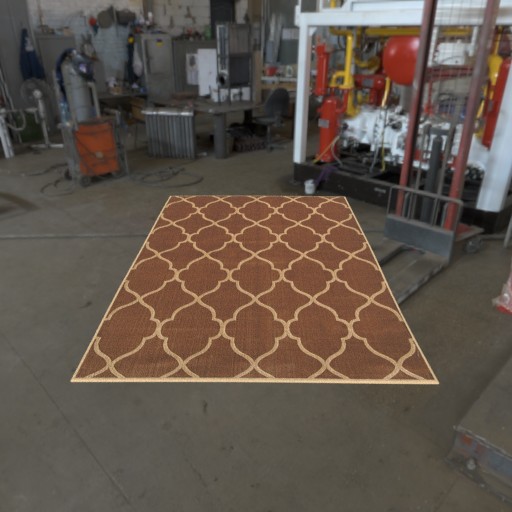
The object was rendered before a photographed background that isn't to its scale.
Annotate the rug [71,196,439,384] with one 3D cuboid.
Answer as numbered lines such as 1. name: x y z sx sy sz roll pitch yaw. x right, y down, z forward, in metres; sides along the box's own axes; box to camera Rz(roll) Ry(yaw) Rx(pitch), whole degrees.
1. rug: 0.000 0.000 2.836 1.526 0.014 2.290 0 27 0
